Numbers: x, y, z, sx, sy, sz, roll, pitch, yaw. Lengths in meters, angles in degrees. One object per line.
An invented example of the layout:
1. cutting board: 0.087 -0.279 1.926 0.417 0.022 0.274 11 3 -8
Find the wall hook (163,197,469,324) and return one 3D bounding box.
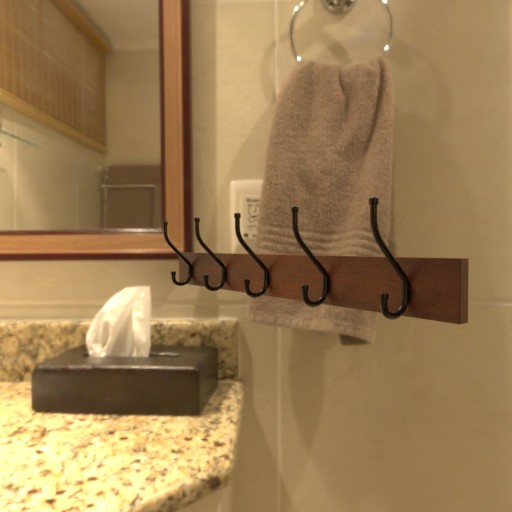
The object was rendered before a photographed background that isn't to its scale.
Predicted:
1. wall hook: 0.000 0.000 0.619 0.071 0.117 0.571 -1 1 -36
